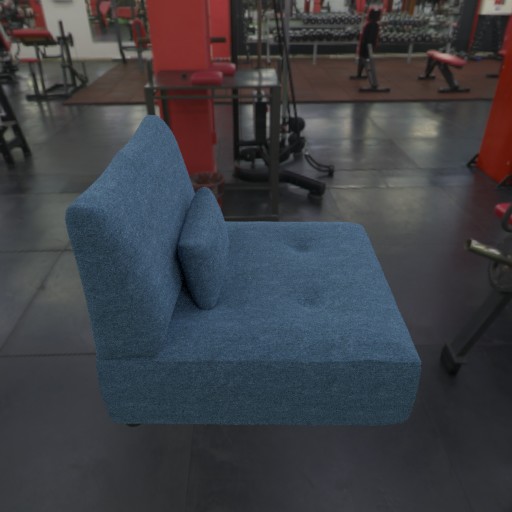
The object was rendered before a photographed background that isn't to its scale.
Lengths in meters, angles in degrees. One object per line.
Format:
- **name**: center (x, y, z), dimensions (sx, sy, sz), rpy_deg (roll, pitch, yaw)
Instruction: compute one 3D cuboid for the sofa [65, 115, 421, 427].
- **sofa**: center (0.000, 0.000, 1.654), dimensions (1.000, 0.820, 0.930), rpy_deg (0, 32, 0)
